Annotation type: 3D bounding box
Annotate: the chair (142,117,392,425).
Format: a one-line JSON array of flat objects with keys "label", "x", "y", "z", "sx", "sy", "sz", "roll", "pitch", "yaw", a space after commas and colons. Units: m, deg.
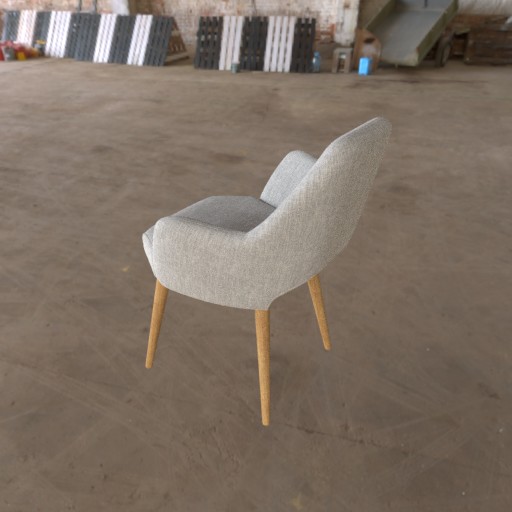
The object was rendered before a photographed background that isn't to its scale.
[{"label": "chair", "x": 0.000, "y": 0.000, "z": 1.271, "sx": 0.610, "sy": 0.840, "sz": 0.590, "roll": 21, "pitch": 38, "yaw": 30}]
